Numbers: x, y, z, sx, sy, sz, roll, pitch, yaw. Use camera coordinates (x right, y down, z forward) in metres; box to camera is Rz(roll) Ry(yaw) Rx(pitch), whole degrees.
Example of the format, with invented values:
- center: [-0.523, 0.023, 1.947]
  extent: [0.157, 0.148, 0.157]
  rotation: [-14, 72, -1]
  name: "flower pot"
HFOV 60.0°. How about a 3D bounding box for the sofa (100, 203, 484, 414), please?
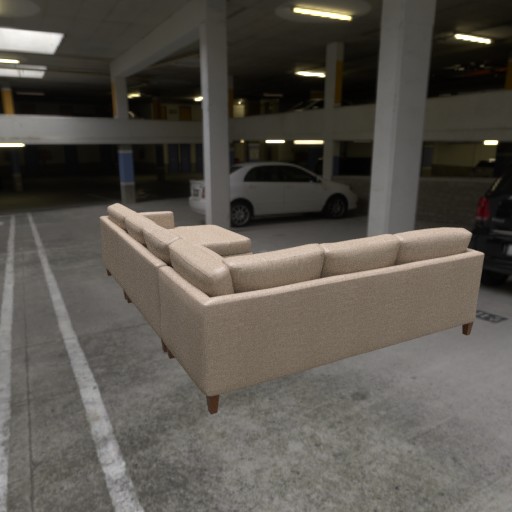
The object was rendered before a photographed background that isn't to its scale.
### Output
- center: [0.000, 0.000, 4.665]
  extent: [2.594, 0.961, 3.460]
  rotation: [-8, 17, -27]
  name: "sofa"
